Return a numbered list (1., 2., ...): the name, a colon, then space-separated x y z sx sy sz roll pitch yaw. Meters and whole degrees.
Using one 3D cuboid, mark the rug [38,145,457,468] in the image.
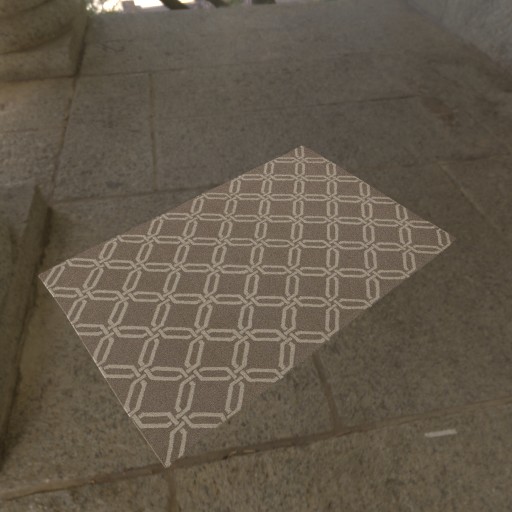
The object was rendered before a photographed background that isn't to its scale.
1. rug: 0.000 0.000 2.177 1.748 0.010 1.142 -31 54 -26
